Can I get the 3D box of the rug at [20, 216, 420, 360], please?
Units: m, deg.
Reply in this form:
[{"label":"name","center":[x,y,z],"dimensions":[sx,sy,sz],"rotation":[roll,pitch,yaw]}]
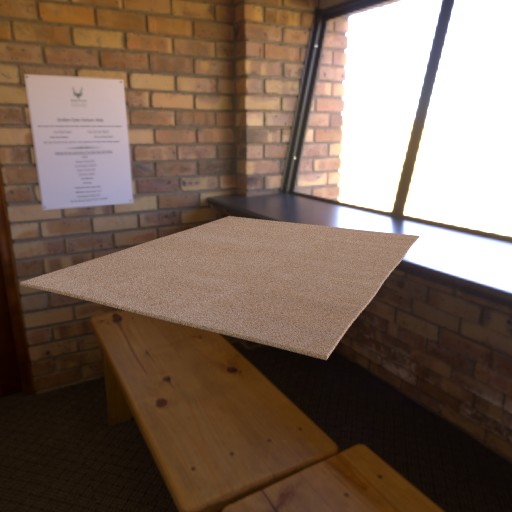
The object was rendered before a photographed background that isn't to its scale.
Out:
[{"label":"rug","center":[0.000,0.000,4.037],"dimensions":[2.400,0.025,3.000],"rotation":[8,18,27]}]
